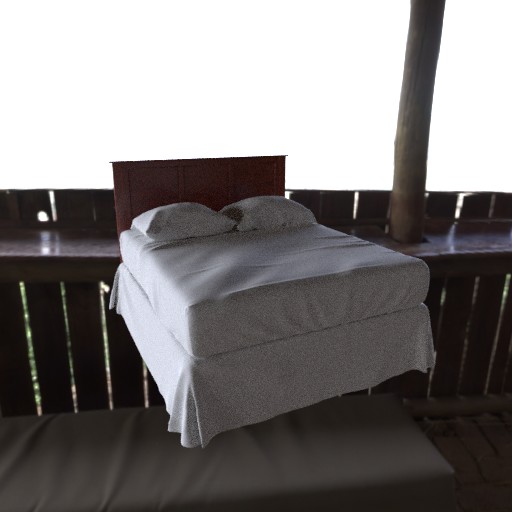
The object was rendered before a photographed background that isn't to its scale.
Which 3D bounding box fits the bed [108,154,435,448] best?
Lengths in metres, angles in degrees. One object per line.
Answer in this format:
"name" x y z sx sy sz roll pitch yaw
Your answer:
"bed" 0.000 0.000 3.226 1.870 1.270 2.050 -8 19 -25
